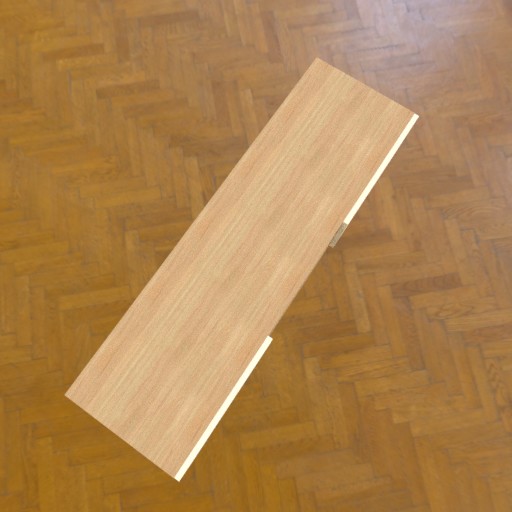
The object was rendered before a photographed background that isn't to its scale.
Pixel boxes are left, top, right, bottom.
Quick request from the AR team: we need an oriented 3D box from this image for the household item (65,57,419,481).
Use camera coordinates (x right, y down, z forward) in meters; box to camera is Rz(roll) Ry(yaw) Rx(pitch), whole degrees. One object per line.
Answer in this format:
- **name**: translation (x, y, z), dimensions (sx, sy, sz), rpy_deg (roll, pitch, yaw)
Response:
- **household item**: translation (0.000, 0.000, 1.572), dimensions (0.420, 0.310, 1.400), rpy_deg (33, 78, 8)
